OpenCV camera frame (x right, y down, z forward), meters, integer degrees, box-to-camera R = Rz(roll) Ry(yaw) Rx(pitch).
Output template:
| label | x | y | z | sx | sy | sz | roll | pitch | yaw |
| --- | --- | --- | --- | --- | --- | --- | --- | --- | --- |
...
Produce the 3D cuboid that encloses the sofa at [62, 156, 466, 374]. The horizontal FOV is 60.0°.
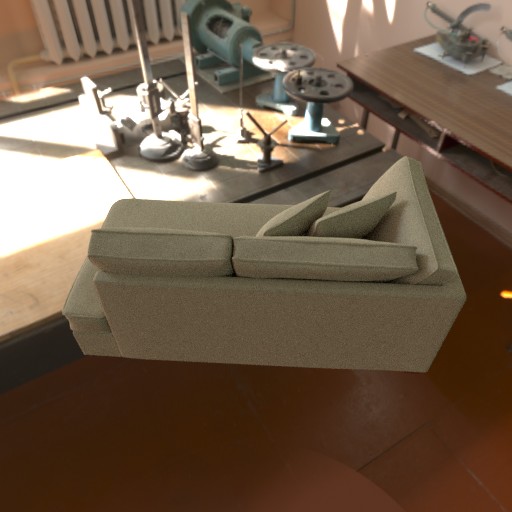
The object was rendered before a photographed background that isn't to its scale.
| label | x | y | z | sx | sy | sz | roll | pitch | yaw |
| --- | --- | --- | --- | --- | --- | --- | --- | --- | --- |
| sofa | 0.000 | 0.000 | 2.901 | 2.237 | 1.033 | 1.110 | 2 | 46 | 2 |
